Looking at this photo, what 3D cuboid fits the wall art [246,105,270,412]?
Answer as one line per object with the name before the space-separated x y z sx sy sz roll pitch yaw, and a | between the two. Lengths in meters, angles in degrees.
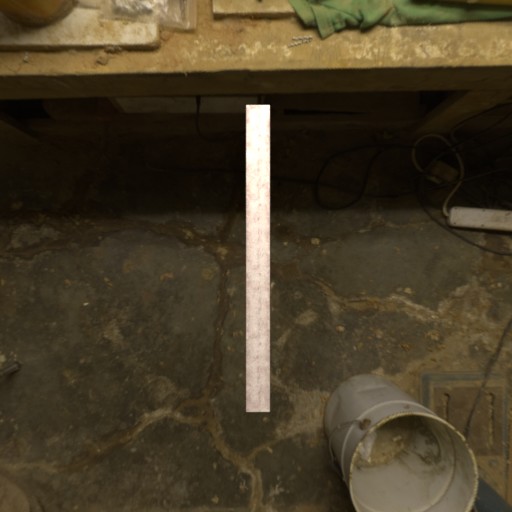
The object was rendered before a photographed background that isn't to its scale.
wall art | 0.000 0.000 1.664 0.051 1.461 0.648 0 91 0
